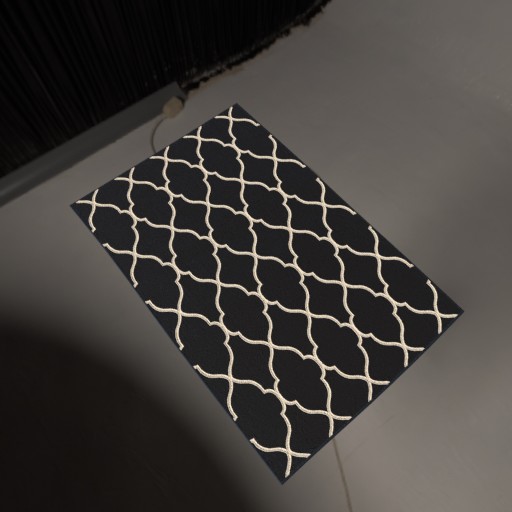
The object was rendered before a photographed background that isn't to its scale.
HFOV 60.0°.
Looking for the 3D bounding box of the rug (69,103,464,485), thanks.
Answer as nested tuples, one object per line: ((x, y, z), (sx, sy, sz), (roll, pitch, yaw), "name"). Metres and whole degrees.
((0.000, 0.000, 2.952), (1.528, 0.014, 2.294), (-37, 69, -16), "rug")
